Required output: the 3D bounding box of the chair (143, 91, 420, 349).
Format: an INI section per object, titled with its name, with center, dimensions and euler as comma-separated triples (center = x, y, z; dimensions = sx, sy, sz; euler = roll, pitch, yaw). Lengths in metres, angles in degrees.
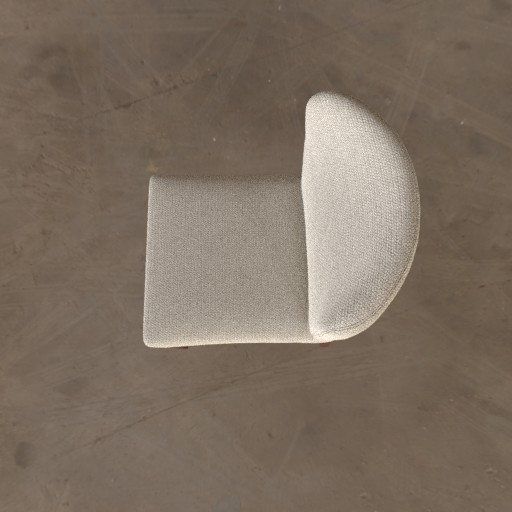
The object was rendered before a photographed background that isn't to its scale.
[chair]
center = 0.000, 0.000, 1.187
dimensions = 0.589, 0.839, 0.491
euler = -1, 75, 0
